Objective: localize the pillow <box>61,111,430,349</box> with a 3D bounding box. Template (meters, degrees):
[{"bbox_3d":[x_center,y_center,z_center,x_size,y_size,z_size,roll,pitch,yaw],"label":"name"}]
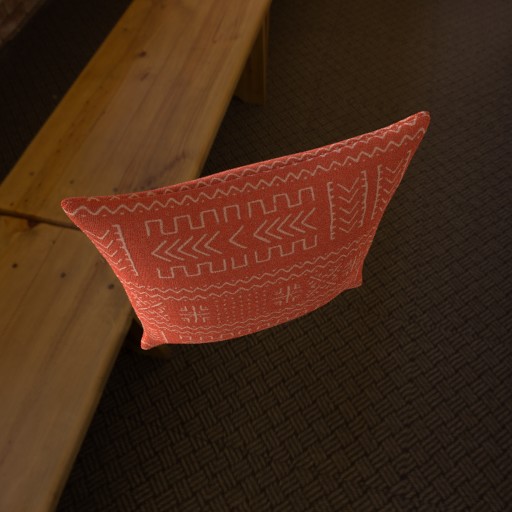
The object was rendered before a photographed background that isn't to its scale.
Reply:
[{"bbox_3d":[0.000,0.000,0.669,0.438,0.429,0.164,-15,60,-9],"label":"pillow"}]
